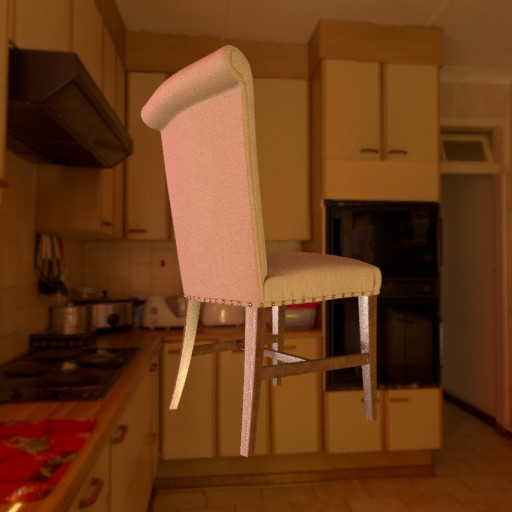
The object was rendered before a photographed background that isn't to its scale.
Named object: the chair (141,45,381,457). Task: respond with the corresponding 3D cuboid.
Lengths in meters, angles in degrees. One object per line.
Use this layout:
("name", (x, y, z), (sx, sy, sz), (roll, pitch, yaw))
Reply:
("chair", (0.000, 0.000, 1.378), (0.608, 0.988, 0.513), (1, -1, -36))
